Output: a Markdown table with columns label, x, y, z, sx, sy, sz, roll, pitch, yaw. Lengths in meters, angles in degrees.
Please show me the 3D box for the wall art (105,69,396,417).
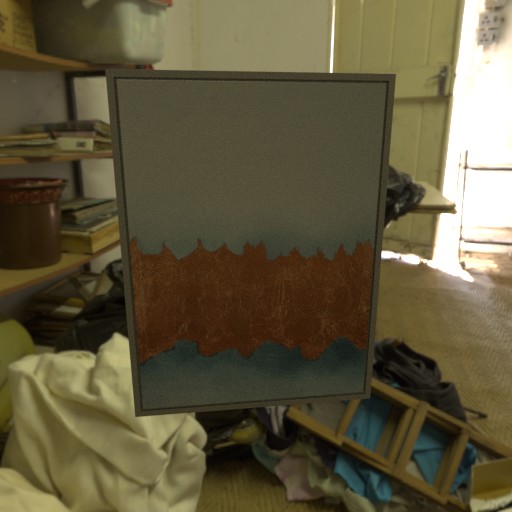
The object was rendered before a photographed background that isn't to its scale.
| label | x | y | z | sx | sy | sz | roll | pitch | yaw |
| --- | --- | --- | --- | --- | --- | --- | --- | --- | --- |
| wall art | 0.000 | 0.000 | 1.350 | 0.789 | 1.042 | 0.034 | -2 | 16 | -7 |
